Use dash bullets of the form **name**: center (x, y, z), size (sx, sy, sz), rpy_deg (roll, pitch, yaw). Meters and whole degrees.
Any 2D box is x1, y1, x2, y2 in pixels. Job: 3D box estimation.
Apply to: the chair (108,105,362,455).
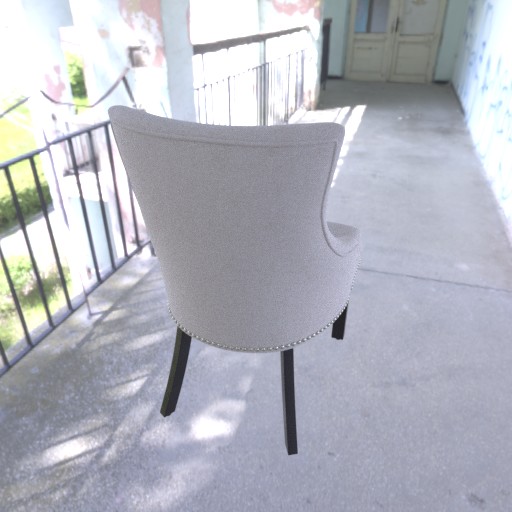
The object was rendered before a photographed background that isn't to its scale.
- **chair**: center (0.000, 0.000, 1.295), size (0.566, 0.909, 0.629), rpy_deg (10, 32, 16)
